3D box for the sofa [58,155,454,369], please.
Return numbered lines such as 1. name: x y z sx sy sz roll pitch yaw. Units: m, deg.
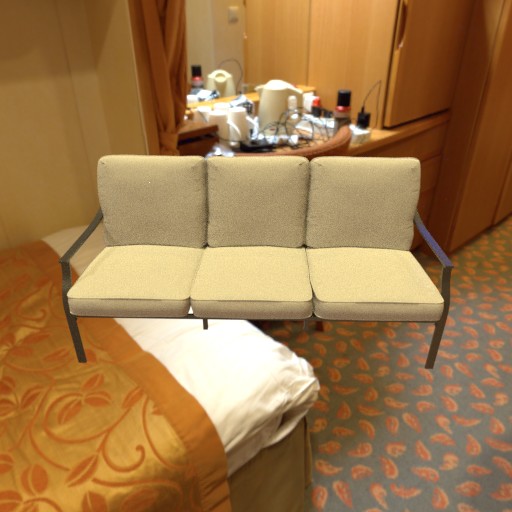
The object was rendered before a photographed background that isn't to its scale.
1. sofa: 0.000 0.000 2.243 1.740 0.860 0.787 1 31 1
